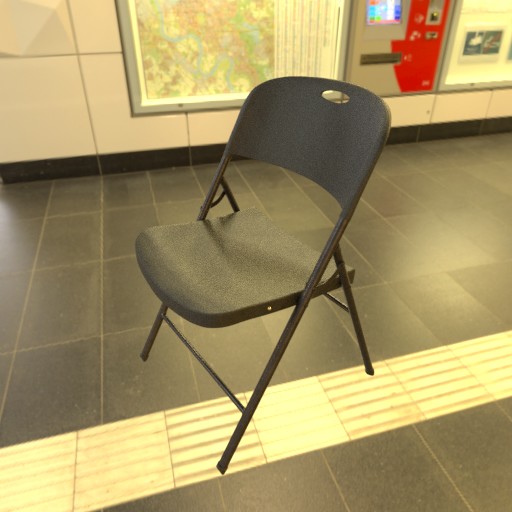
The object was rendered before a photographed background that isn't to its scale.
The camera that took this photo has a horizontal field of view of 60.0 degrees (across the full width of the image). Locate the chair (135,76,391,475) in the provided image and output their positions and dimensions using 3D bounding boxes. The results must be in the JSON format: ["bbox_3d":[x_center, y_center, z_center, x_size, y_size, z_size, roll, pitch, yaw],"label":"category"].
[{"bbox_3d":[0.000,0.000,1.168,0.566,0.810,0.494,-21,38,-30],"label":"chair"}]
